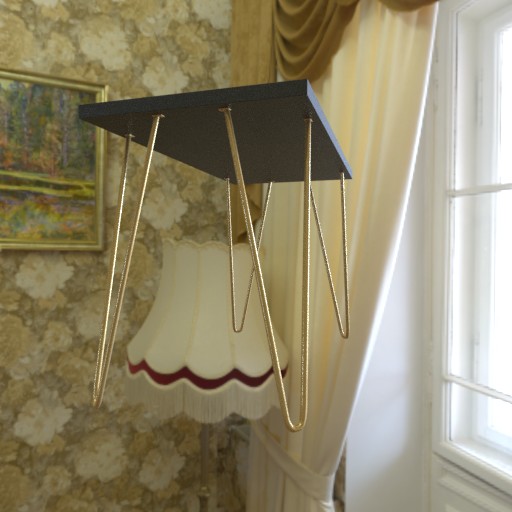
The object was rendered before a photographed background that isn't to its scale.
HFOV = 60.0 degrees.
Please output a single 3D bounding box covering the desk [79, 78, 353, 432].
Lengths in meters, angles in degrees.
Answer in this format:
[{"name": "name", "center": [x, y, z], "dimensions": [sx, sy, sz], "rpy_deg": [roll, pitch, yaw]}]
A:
[{"name": "desk", "center": [0.000, 0.000, 1.361], "dimensions": [0.499, 0.660, 0.991], "rpy_deg": [0, 1, 17]}]
